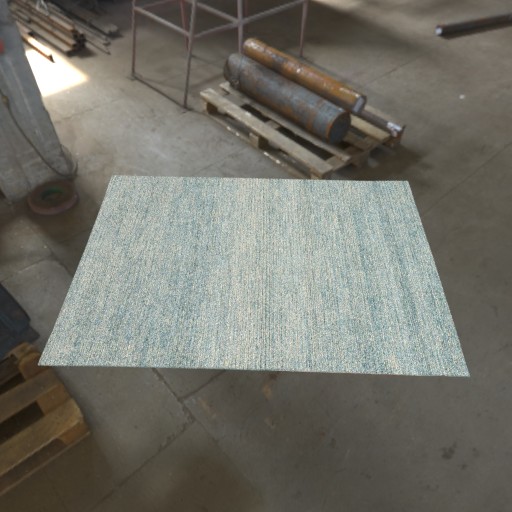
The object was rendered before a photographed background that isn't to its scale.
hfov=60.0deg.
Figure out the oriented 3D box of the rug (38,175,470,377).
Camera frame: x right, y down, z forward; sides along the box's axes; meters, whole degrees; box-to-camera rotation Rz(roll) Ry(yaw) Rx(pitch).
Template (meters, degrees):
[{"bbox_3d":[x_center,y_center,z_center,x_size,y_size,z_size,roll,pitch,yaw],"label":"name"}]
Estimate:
[{"bbox_3d":[0.000,0.000,2.833,2.260,0.026,1.611,1,48,1],"label":"rug"}]
